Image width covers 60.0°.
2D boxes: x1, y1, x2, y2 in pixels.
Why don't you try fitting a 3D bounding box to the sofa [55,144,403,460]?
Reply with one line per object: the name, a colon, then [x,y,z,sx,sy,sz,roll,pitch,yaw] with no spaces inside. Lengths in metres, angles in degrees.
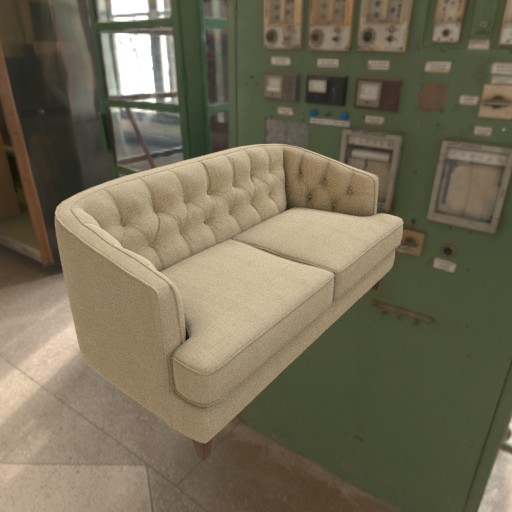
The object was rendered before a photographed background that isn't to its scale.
sofa: [0.000,0.000,2.241,0.941,0.855,1.733,18,31,33]
